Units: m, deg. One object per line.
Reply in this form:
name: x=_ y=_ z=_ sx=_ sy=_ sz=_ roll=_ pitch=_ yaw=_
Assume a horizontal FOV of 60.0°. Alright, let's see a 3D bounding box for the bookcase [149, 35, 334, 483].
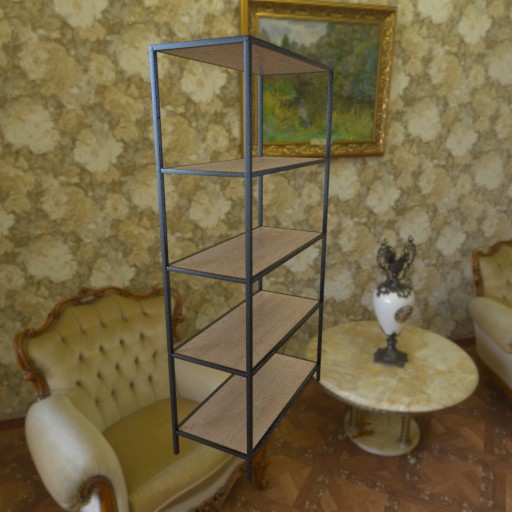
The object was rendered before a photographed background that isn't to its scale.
bookcase: x=0.000 y=0.000 z=1.822 sx=0.350 sy=1.500 sz=0.770 roll=8 pitch=18 yaw=26
